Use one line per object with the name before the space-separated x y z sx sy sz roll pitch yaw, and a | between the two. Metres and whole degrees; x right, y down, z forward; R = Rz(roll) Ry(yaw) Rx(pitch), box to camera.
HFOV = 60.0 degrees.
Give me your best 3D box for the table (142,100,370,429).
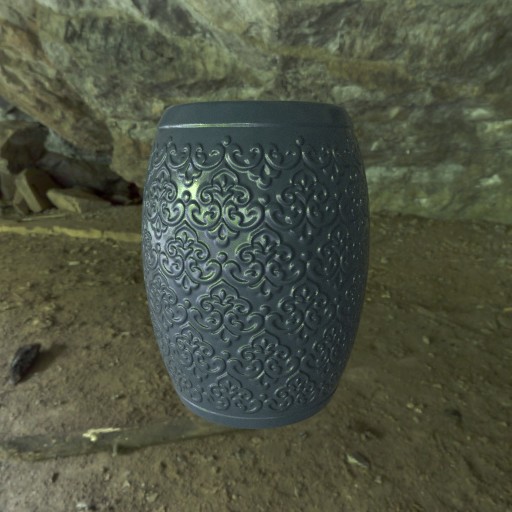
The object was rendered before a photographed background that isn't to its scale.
table | 0.000 0.000 0.623 0.309 0.397 0.309 0 14 0
